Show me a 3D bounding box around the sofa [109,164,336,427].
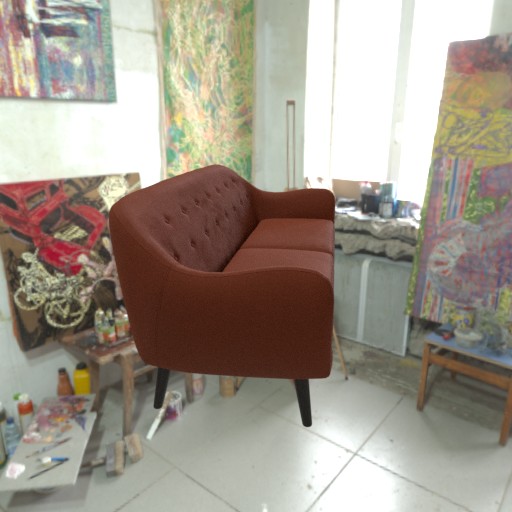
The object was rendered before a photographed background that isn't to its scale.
[{"bbox_3d":[0.000,0.000,2.317,0.820,0.836,1.840,3,17,9],"label":"sofa"}]
